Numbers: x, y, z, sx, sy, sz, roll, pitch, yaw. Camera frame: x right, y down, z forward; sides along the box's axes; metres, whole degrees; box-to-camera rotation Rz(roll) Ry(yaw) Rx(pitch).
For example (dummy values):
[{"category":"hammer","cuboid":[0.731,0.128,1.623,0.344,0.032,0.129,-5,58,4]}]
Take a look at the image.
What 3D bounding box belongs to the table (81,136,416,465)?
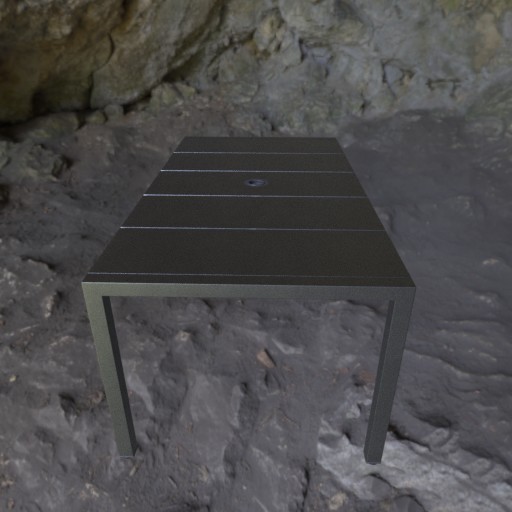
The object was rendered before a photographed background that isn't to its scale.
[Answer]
[{"category":"table","cuboid":[0.000,0.000,2.114,0.914,0.735,1.680,1,28,1]}]
